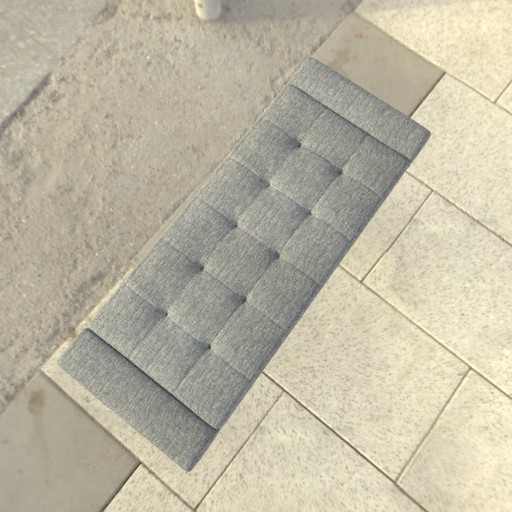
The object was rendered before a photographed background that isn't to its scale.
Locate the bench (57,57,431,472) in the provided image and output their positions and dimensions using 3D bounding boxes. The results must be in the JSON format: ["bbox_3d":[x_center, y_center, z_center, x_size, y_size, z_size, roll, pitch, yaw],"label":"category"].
[{"bbox_3d":[0.000,0.000,1.570,0.508,0.445,1.296,36,79,8],"label":"bench"}]
